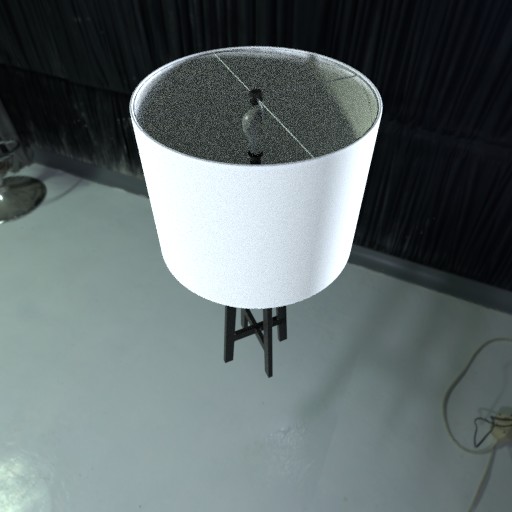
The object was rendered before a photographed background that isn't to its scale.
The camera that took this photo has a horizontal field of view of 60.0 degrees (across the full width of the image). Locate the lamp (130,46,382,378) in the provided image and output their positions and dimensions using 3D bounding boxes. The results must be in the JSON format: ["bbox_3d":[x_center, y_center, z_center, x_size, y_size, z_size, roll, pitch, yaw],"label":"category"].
[{"bbox_3d":[0.000,0.000,0.633,0.257,0.489,0.257,15,48,14],"label":"lamp"}]
